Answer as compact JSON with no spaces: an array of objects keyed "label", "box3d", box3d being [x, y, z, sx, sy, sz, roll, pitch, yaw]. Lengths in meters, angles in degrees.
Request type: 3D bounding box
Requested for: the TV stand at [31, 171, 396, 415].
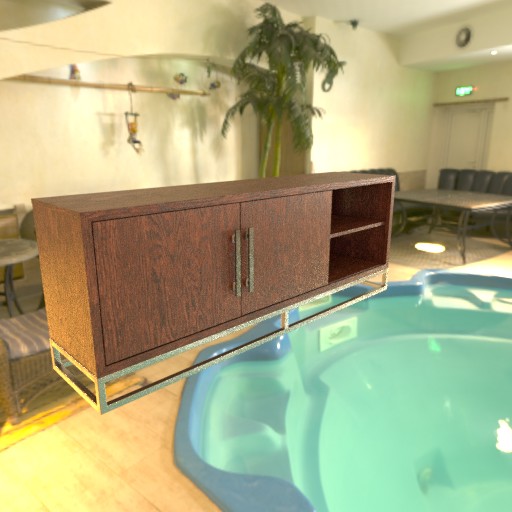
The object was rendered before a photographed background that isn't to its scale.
[{"label":"TV stand","box3d":[0.000,0.000,1.811,1.541,0.578,0.382,-14,21,-42]}]
